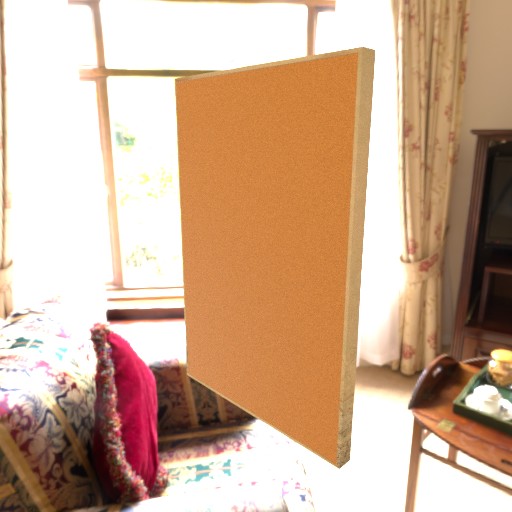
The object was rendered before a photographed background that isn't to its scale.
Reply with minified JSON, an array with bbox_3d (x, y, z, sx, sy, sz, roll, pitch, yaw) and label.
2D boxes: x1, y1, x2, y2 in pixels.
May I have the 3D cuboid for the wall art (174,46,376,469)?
[{"bbox_3d":[0.000,0.000,0.962,0.038,0.764,0.508,-14,20,-42],"label":"wall art"}]
